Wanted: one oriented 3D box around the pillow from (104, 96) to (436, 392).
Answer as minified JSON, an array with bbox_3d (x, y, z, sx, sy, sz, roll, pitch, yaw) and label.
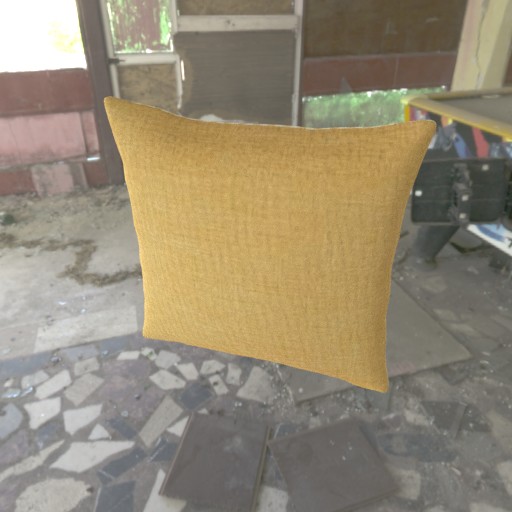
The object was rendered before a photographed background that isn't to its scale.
[{"bbox_3d":[0.000,0.000,0.625,0.419,0.407,0.173,9,32,16],"label":"pillow"}]
